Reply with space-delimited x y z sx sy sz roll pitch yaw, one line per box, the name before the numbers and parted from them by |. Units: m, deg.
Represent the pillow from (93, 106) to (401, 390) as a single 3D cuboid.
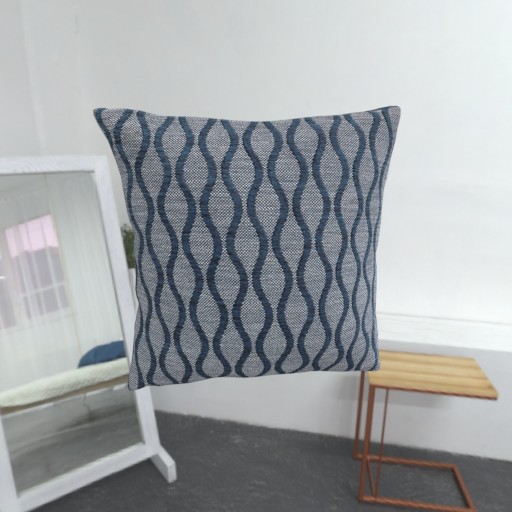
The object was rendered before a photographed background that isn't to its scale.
pillow | 0.000 0.000 0.672 0.435 0.435 0.159 -3 16 -9
